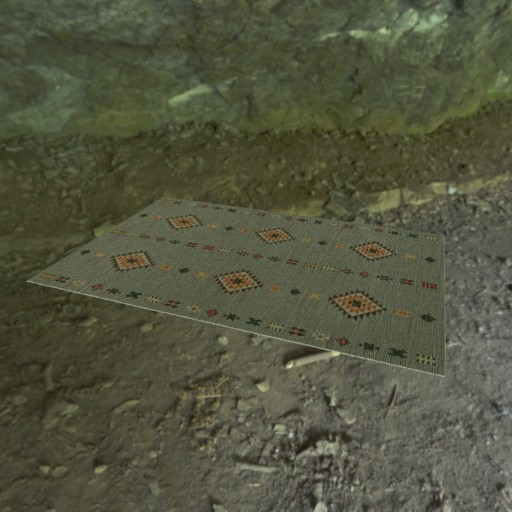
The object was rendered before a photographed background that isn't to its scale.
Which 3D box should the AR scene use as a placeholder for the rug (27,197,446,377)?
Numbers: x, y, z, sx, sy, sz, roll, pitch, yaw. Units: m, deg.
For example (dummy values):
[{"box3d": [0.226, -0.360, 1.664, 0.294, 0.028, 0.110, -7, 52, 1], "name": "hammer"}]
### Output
[{"box3d": [0.000, 0.000, 2.284, 1.818, 0.005, 1.217, 10, 29, 18], "name": "rug"}]
